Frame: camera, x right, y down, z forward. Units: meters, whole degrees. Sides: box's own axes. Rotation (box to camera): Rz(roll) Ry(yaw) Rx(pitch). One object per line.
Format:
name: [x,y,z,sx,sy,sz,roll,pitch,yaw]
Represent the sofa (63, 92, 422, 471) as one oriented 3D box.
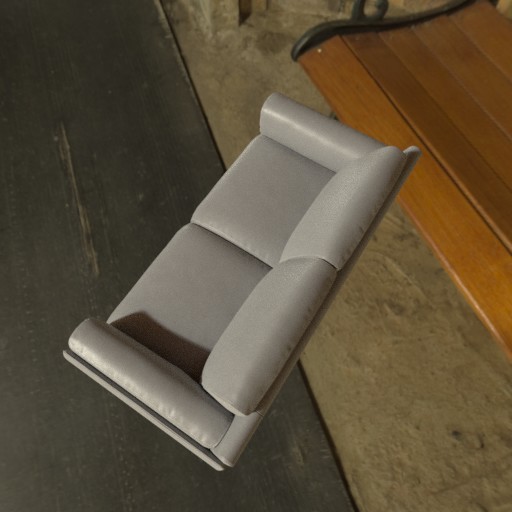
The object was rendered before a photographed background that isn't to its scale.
sofa: [0.000,0.000,2.612,1.049,0.930,2.101,31,69,13]
